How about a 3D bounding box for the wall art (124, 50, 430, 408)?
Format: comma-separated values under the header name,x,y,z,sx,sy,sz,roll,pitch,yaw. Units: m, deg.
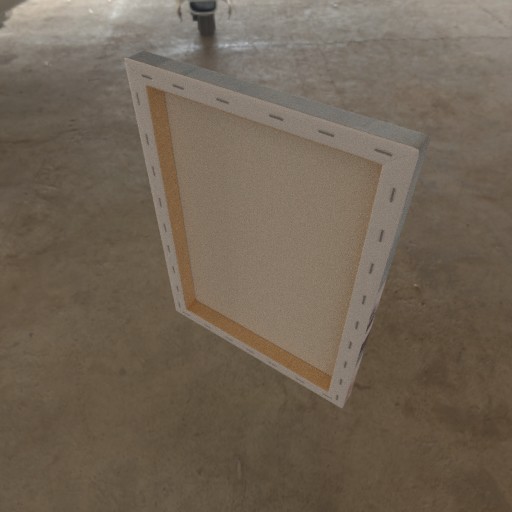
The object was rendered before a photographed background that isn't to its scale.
name,x,y,z,sx,sy,sz,roll,pitch,yaw
wall art,0.000,0.000,0.798,0.455,0.613,0.037,26,51,23
